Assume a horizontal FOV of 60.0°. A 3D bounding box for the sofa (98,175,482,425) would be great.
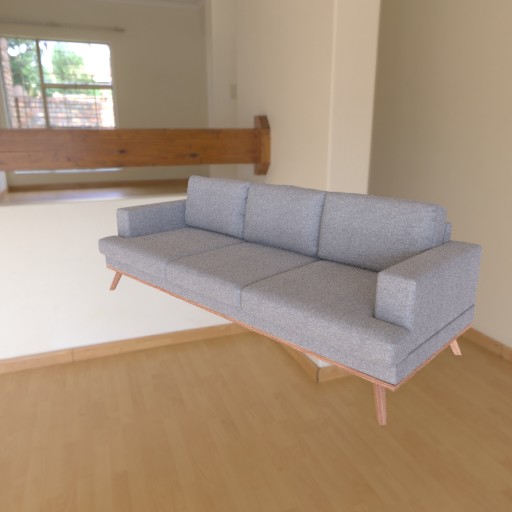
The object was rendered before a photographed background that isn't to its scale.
[{"bbox_3d":[0.000,0.000,2.716,2.310,0.810,0.920,15,22,42],"label":"sofa"}]
